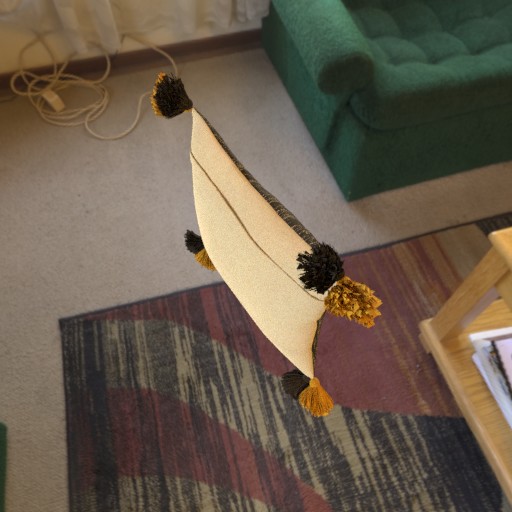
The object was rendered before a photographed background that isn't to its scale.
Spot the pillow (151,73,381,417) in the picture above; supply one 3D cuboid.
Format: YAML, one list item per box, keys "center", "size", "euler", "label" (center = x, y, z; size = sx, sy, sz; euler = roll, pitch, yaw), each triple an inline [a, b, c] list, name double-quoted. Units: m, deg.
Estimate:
- center: [0.000, 0.000, 0.971]
  size: [0.139, 0.659, 0.654]
  euler: [-29, 62, -17]
  label: "pillow"
